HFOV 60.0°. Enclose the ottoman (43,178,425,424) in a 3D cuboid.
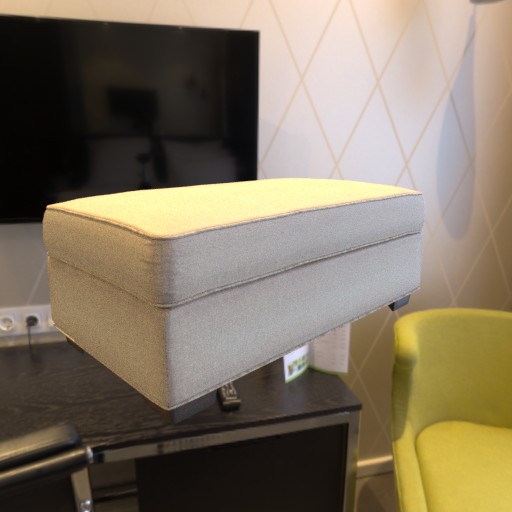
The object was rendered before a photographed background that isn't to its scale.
[{"bbox_3d":[0.000,0.000,1.422,1.097,0.448,0.617,-14,20,-42],"label":"ottoman"}]
